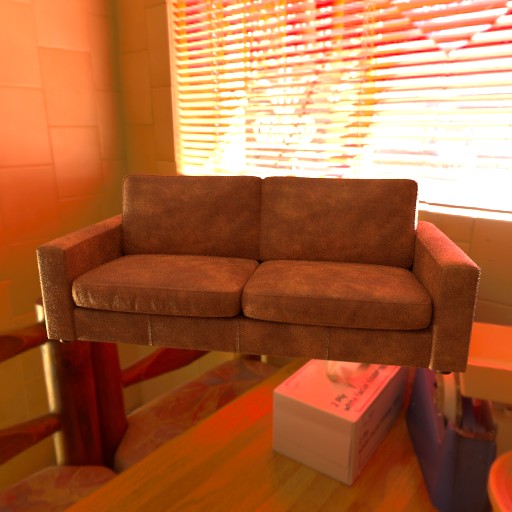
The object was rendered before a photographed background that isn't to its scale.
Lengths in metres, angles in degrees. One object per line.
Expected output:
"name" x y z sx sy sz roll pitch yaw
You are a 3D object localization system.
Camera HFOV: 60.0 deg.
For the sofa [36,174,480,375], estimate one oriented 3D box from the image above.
"sofa" 0.000 0.000 2.601 2.179 0.873 1.016 3 16 9
